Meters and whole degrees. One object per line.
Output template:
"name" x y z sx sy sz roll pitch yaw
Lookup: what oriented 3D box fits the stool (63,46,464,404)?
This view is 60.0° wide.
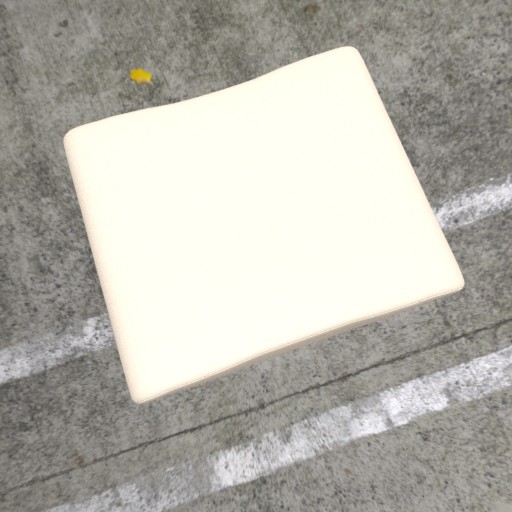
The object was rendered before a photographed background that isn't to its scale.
"stool" 0.000 0.000 0.896 0.471 0.609 0.401 -19 77 -4
